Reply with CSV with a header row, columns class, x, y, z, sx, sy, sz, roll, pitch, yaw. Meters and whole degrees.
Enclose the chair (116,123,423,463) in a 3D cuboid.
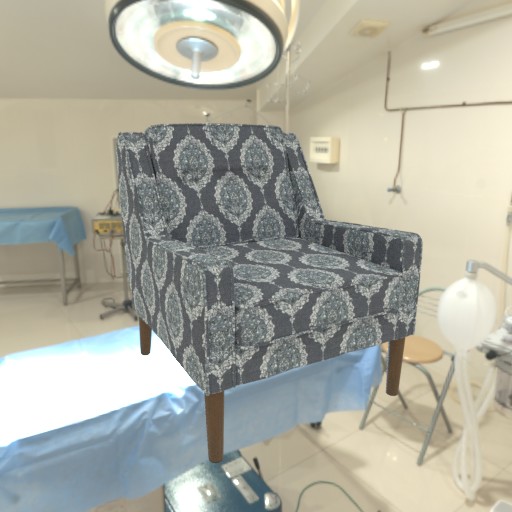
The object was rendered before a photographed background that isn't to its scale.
class,x,y,z,sx,sy,sz,roll,pitch,yaw
chair,0.000,0.000,1.360,0.663,0.792,0.743,-8,17,-28
